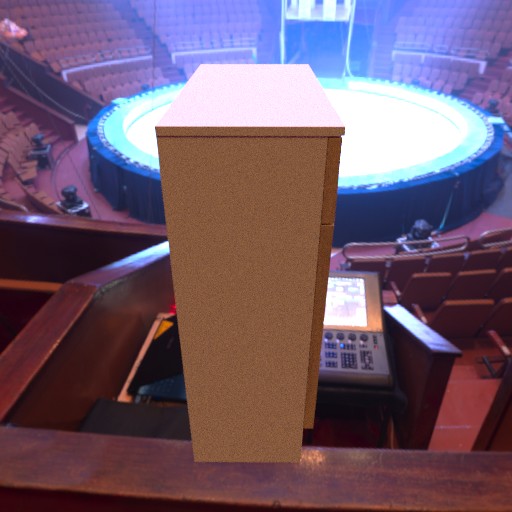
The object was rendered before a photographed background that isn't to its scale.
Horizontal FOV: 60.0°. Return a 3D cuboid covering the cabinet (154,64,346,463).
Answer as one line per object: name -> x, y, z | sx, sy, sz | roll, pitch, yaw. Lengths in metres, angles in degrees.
cabinet -> 0.000, 0.000, 1.122 | 0.296, 0.815, 0.600 | 0, 31, 0
